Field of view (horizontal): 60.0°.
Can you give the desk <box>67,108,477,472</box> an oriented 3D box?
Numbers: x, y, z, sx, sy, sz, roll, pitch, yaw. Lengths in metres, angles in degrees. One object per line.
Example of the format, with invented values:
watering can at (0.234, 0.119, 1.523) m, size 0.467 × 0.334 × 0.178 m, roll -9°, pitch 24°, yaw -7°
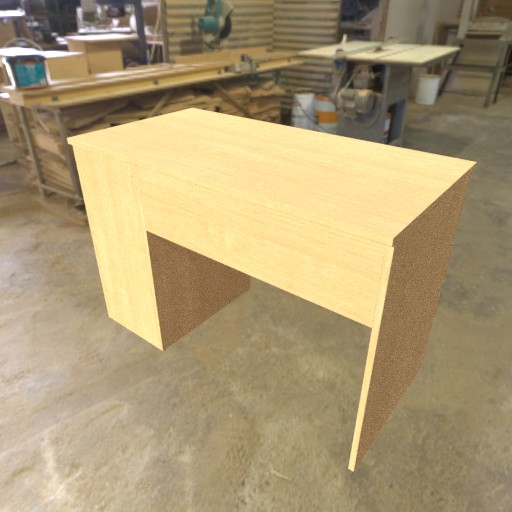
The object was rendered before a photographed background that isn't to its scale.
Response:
desk at (0.000, 0.000, 1.500) m, size 1.097 × 0.735 × 0.560 m, roll 22°, pitch 37°, yaw 32°
